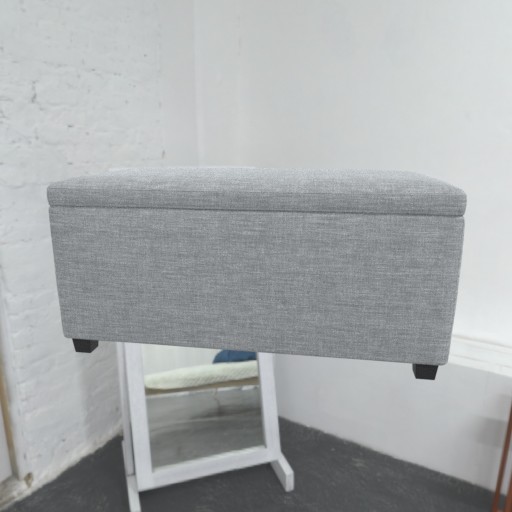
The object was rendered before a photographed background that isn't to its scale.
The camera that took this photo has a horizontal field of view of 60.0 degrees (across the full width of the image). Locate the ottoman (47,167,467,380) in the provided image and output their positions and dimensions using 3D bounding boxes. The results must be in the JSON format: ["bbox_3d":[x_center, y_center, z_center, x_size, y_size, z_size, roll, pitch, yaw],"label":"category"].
[{"bbox_3d":[0.000,0.000,1.140,0.902,0.432,0.419,2,15,9],"label":"ottoman"}]
